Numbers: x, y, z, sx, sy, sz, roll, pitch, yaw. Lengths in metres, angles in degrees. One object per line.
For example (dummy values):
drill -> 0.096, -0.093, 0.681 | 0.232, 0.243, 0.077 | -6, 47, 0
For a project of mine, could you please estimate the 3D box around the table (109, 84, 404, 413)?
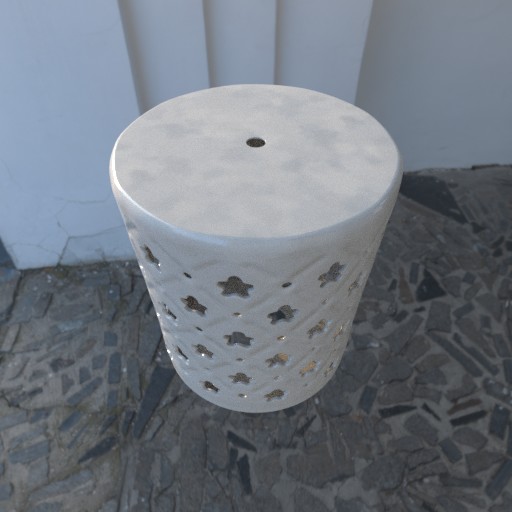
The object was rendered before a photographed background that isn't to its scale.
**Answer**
table -> 0.000, 0.000, 0.669 | 0.352, 0.387, 0.352 | 0, 45, 0
